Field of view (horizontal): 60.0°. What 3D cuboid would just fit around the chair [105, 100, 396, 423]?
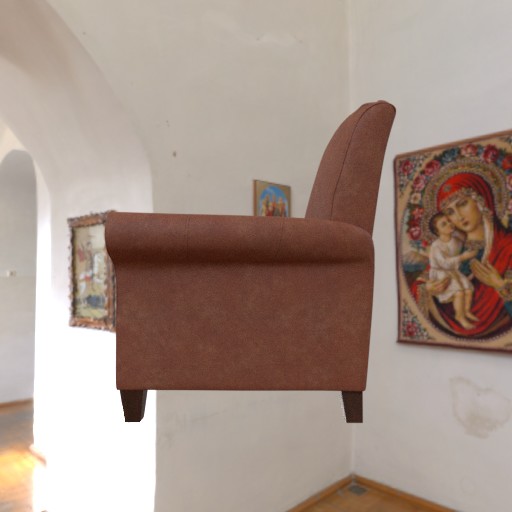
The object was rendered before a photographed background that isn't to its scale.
[{"bbox_3d":[0.000,0.000,1.747,0.902,1.061,0.978,0,-2,0],"label":"chair"}]
